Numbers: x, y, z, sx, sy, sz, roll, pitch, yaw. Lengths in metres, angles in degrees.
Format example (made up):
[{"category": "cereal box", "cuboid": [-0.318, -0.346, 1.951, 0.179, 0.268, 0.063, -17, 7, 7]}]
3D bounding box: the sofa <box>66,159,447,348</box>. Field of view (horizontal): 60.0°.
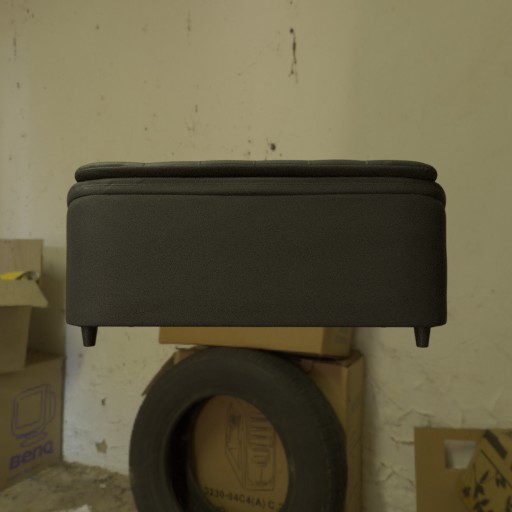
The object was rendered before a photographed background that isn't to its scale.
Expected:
[{"category": "sofa", "cuboid": [0.000, 0.000, 2.273, 1.829, 0.811, 0.800, 0, -1, 1]}]
